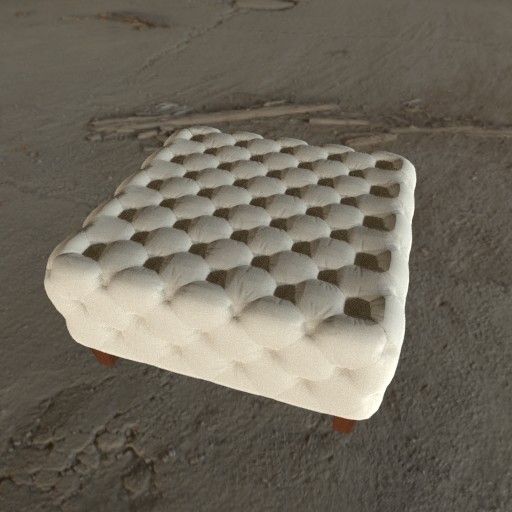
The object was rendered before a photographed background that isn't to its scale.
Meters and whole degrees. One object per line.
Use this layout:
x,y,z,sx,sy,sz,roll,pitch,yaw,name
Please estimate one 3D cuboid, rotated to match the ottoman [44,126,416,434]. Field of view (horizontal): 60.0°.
0.000,0.000,1.203,0.755,0.376,0.753,12,42,13,ottoman
